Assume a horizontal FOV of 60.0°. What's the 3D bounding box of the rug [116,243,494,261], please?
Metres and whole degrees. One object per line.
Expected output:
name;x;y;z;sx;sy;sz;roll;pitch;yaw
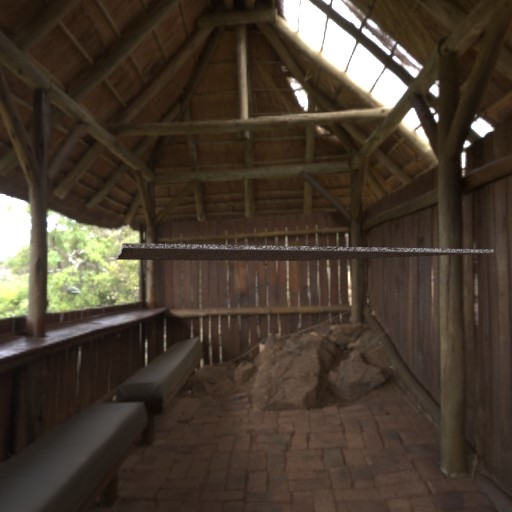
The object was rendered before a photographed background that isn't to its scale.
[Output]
rug;0.000;0.000;4.026;2.401;0.025;3.000;1;-2;-18
